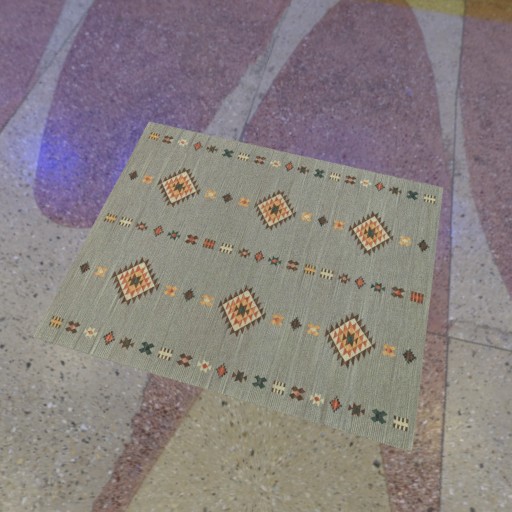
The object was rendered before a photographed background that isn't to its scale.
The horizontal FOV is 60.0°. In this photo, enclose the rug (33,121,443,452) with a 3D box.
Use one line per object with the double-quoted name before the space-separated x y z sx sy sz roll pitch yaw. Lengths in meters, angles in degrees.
"rug" 0.000 0.000 3.910 3.035 0.008 2.425 14 63 7
